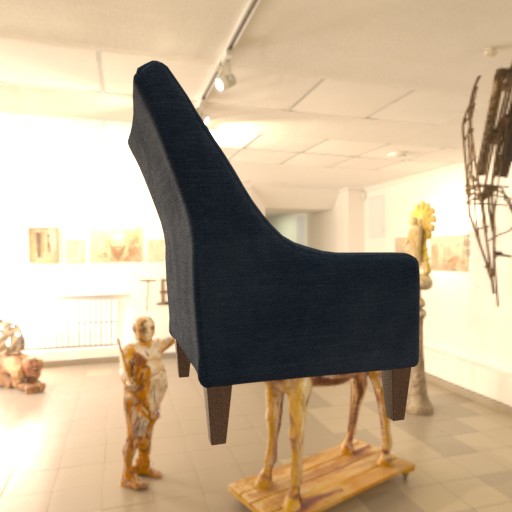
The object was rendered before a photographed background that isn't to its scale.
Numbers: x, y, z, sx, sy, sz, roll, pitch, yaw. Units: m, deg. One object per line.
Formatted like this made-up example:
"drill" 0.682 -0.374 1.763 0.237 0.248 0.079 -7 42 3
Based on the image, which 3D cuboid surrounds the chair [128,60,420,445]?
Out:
"chair" 0.000 0.000 1.595 0.870 1.014 0.774 0 1 -17
